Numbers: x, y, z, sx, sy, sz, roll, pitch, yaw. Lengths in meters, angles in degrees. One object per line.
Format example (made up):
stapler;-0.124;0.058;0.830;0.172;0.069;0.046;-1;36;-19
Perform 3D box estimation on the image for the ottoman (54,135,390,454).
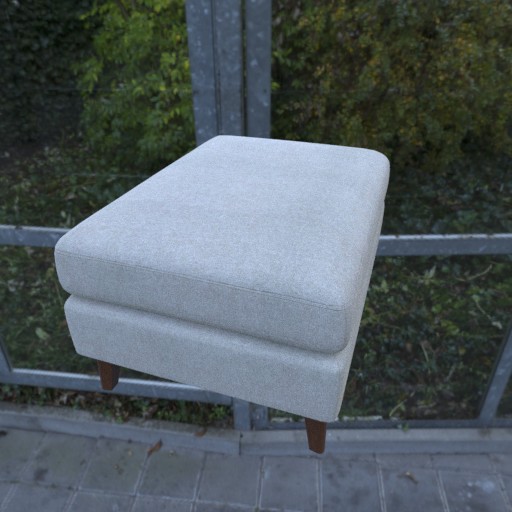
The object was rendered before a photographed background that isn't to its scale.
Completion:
ottoman;0.000;0.000;1.215;0.610;0.478;0.823;10;32;16
